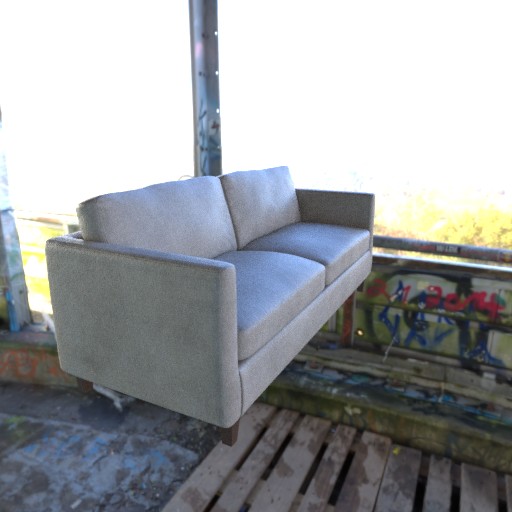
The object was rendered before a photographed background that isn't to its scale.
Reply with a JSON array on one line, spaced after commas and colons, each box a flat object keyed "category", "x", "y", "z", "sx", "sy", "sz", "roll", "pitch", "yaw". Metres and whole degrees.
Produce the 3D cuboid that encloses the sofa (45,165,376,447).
[{"category": "sofa", "x": 0.000, "y": 0.000, "z": 2.689, "sx": 0.951, "sy": 0.965, "sz": 2.208, "roll": 8, "pitch": 18, "yaw": 27}]
